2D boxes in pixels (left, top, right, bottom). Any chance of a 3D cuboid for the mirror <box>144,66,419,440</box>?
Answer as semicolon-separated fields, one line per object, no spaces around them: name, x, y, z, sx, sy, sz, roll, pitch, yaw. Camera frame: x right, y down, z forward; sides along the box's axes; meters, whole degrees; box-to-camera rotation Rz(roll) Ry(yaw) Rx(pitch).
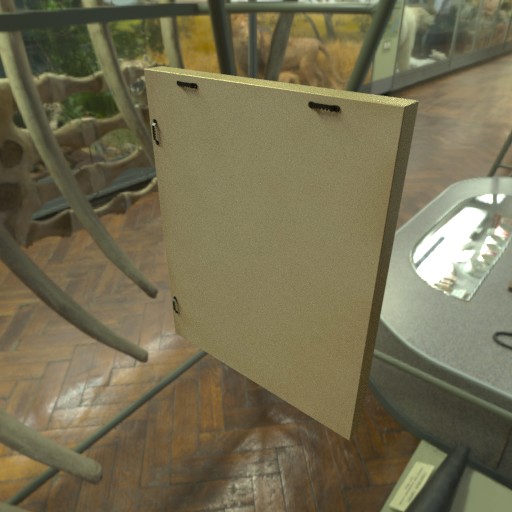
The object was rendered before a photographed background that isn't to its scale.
mirror;0.000;0.000;0.686;0.405;0.508;0.041;23;37;33
